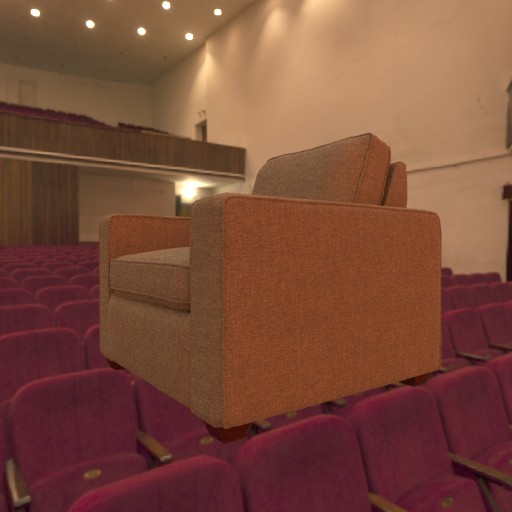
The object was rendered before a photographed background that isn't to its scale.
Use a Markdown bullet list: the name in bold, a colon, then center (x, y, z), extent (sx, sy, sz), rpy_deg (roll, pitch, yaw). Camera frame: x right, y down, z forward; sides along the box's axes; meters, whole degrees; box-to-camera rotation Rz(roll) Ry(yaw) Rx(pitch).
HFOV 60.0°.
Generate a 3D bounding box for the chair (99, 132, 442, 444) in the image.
- **chair**: center (0.000, 0.000, 1.700), extent (0.940, 0.914, 1.016), rpy_deg (-1, 1, -36)
